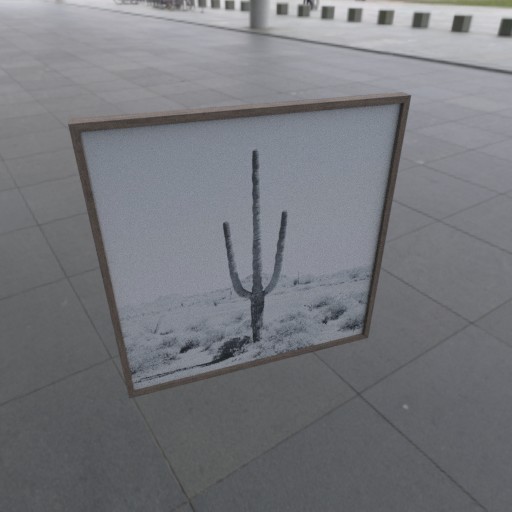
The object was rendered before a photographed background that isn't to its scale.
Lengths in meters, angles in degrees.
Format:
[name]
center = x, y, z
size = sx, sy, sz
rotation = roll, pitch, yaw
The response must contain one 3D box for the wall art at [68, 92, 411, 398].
[wall art]
center = 0.000, 0.000, 1.157
size = 0.762, 0.762, 0.038
rotation = -10, 33, -16
